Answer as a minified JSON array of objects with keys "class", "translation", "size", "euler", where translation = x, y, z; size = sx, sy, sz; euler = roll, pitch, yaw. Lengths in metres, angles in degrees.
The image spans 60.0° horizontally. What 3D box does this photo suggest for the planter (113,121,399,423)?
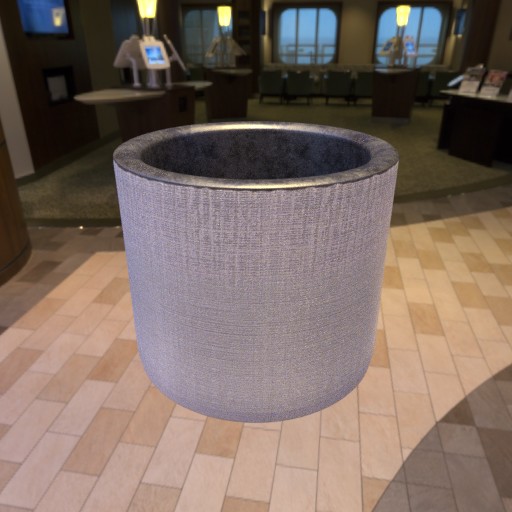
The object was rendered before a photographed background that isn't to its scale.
[{"class":"planter","translation":[0.000,0.000,0.222],"size":[0.125,0.112,0.125],"euler":[0,26,0]}]
